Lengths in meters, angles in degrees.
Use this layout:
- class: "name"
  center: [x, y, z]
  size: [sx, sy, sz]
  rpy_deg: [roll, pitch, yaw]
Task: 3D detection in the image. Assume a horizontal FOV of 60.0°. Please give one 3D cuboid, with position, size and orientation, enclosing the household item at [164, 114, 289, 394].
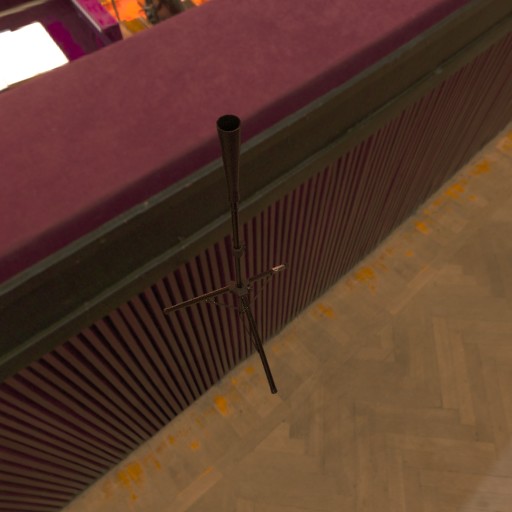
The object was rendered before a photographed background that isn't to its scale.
- class: "household item"
  center: [0.000, 0.000, 1.387]
  size: [0.559, 1.067, 0.559]
  rpy_deg: [-34, 65, -19]
